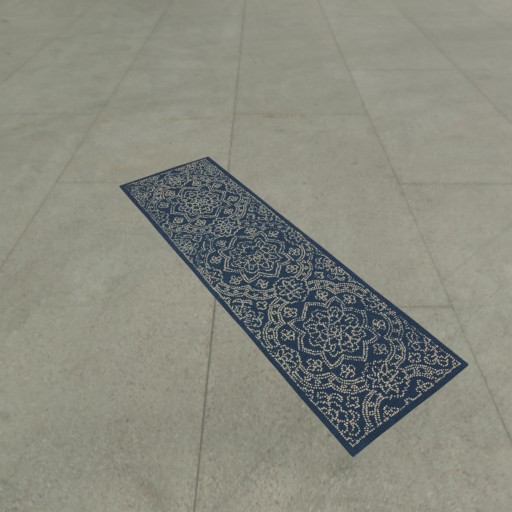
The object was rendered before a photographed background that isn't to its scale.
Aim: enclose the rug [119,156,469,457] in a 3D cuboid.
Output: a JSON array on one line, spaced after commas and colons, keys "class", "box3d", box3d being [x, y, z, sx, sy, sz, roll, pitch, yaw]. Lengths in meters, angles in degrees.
[{"class": "rug", "box3d": [0.000, 0.000, 2.694, 0.769, 0.012, 2.448, -25, 47, -25]}]
